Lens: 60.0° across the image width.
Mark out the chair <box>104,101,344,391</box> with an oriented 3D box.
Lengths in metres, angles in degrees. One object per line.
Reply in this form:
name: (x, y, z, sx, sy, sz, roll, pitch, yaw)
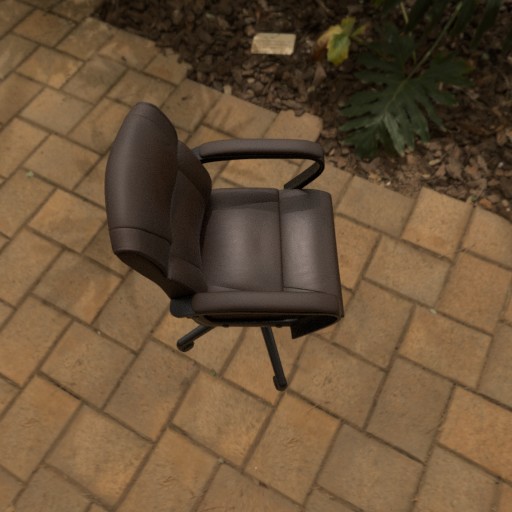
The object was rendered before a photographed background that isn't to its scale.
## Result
chair: (0.000, 0.000, 1.488, 0.717, 1.004, 0.739, 0, 64, 0)
